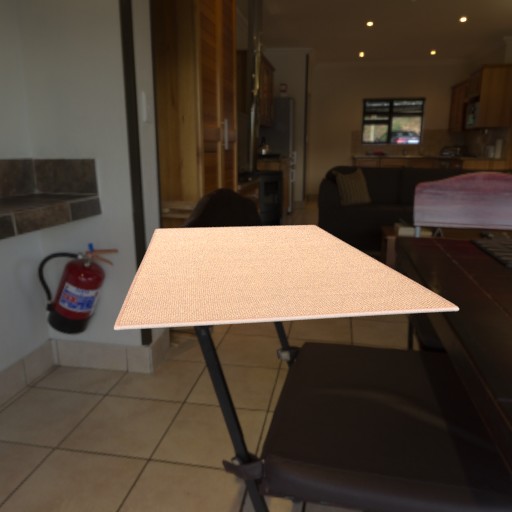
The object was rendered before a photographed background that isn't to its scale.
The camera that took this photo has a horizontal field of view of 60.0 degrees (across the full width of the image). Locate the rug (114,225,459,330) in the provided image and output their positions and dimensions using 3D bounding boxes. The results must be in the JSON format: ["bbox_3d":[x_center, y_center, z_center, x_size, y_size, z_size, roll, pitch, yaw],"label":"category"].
[{"bbox_3d":[0.000,0.000,2.133,1.067,0.013,1.676,-2,13,-8],"label":"rug"}]
